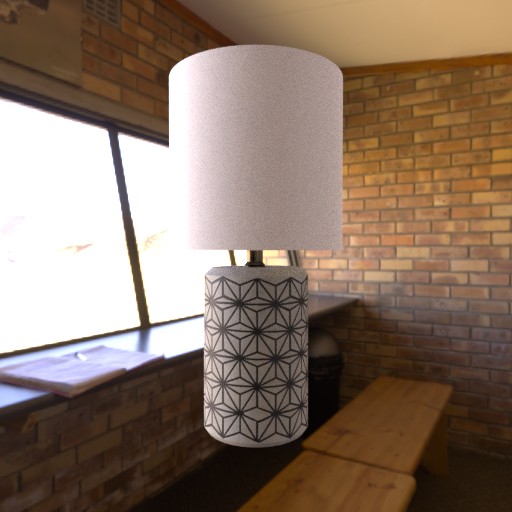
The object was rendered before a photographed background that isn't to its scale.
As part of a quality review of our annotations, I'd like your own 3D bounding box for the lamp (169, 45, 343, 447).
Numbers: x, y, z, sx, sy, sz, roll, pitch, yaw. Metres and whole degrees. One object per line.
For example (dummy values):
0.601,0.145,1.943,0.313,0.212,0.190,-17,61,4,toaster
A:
0.000,0.000,0.539,0.206,0.416,0.206,0,1,-1,lamp
